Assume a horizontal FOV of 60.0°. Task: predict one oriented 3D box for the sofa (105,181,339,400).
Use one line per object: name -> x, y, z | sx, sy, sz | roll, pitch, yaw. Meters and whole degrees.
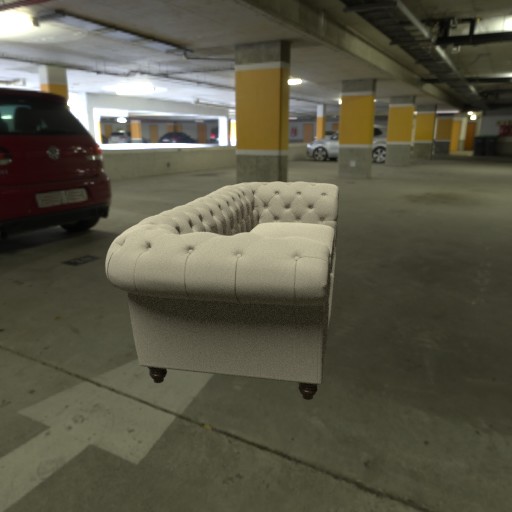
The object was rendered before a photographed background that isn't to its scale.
sofa -> 0.000, 0.000, 2.826 | 0.991, 0.749, 2.411 | 3, 15, 11
